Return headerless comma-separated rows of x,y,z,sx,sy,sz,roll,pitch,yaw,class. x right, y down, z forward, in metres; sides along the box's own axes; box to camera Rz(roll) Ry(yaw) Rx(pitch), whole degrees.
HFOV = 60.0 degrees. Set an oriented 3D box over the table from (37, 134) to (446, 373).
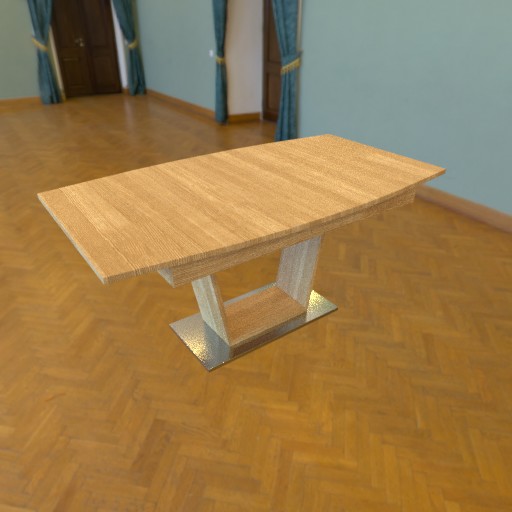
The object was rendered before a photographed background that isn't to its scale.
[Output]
0.000,0.000,2.088,1.598,0.748,0.900,-20,35,-30,table
